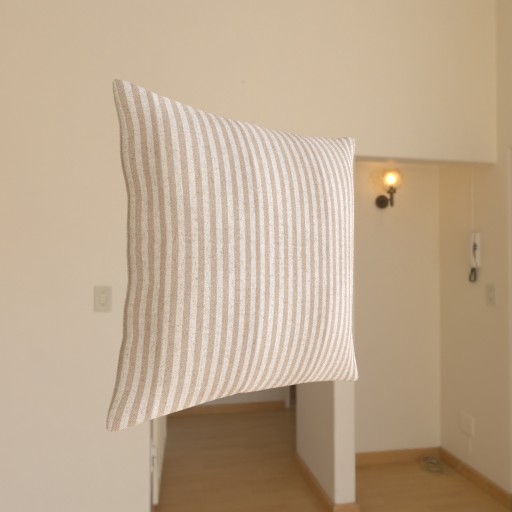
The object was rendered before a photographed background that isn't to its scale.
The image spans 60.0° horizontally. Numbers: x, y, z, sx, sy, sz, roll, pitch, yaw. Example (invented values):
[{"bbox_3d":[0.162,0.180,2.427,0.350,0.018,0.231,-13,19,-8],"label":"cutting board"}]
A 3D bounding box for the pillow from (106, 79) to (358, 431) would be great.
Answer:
[{"bbox_3d":[0.000,0.000,0.783,0.523,0.510,0.166,1,-2,-36],"label":"pillow"}]
